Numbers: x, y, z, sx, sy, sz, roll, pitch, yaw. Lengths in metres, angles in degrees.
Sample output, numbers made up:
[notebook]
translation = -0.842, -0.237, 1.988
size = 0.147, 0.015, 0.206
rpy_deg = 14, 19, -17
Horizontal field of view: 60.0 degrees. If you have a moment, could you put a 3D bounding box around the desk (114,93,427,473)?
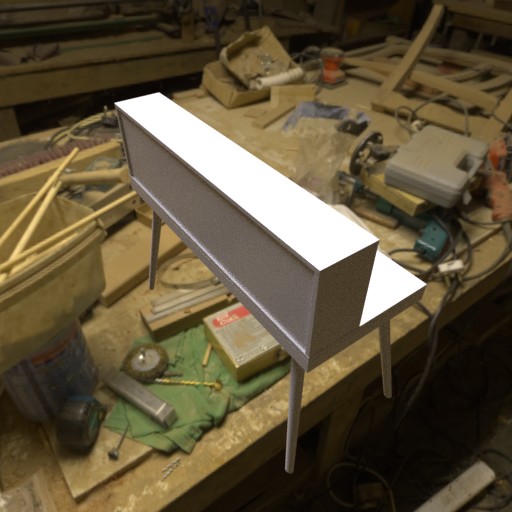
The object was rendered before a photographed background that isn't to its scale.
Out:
[desk]
translation = 0.000, 0.000, 1.789
size = 0.559, 0.990, 1.199
rpy_deg = -25, 46, -26
